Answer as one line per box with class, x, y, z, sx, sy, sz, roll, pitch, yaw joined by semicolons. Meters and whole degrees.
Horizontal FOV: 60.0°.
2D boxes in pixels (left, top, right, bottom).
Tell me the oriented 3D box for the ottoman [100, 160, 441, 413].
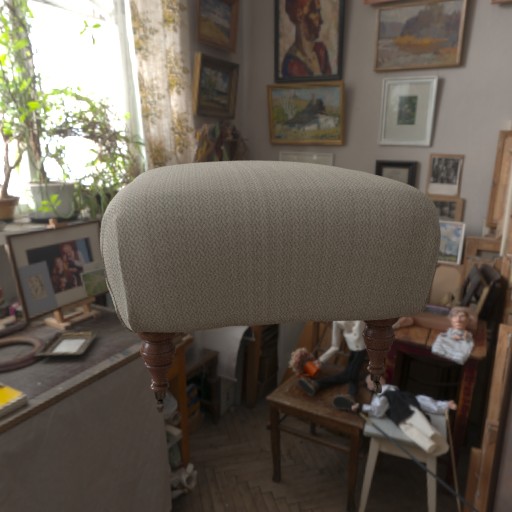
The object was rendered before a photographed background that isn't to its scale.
ottoman;0.000;0.000;1.083;0.622;0.447;0.684;-2;15;-8
